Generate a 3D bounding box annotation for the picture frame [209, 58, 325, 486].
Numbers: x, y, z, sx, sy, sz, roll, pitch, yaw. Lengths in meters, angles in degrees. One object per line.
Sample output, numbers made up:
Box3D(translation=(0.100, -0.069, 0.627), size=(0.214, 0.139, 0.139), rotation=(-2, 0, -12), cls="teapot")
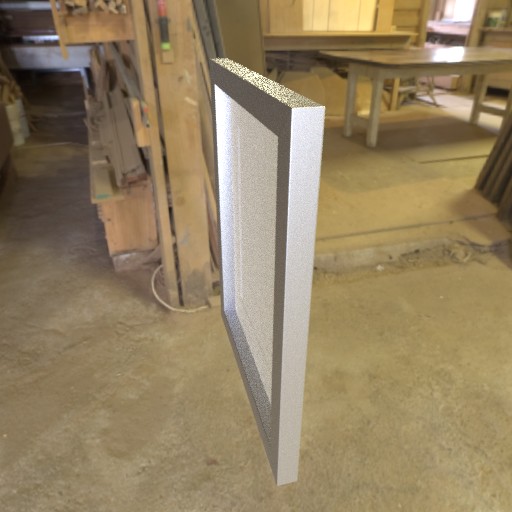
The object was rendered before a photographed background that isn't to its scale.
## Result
Box3D(translation=(0.000, 0.000, 0.507), size=(0.036, 0.386, 0.307), rotation=(-7, 30, -13), cls="picture frame")
